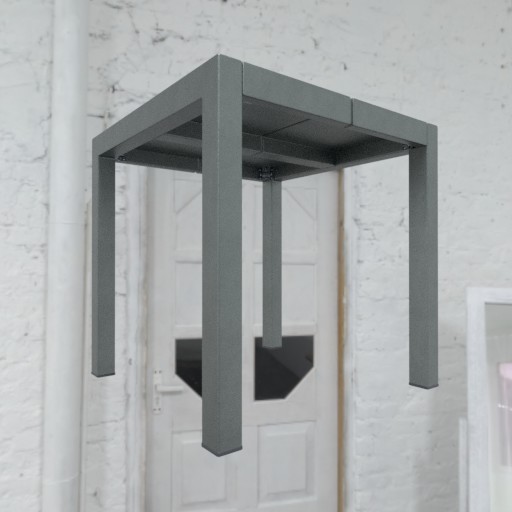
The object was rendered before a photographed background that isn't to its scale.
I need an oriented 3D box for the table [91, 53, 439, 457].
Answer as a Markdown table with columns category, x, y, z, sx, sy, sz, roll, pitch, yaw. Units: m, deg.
| category | x | y | z | sx | sy | sz | roll | pitch | yaw |
| --- | --- | --- | --- | --- | --- | --- | --- | --- | --- |
| table | 0.000 | 0.000 | 0.910 | 0.508 | 0.508 | 0.508 | 0 | 0 | -37 |
